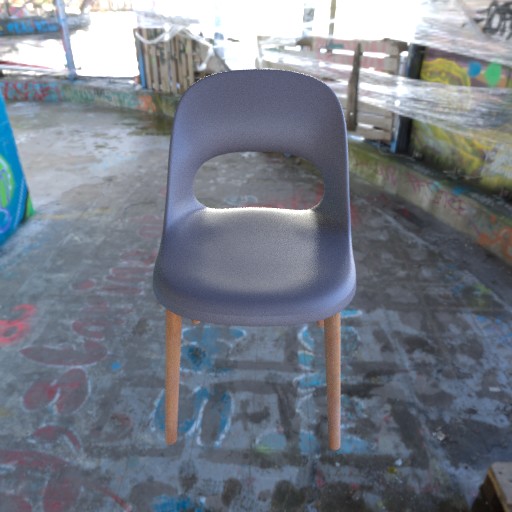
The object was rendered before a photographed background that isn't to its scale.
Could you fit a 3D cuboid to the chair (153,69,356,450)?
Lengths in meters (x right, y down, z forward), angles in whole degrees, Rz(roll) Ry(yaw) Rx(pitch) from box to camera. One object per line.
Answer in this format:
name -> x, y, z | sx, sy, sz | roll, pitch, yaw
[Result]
chair -> 0.000, 0.000, 1.119 | 0.470, 0.795, 0.556 | 1, 32, 2
